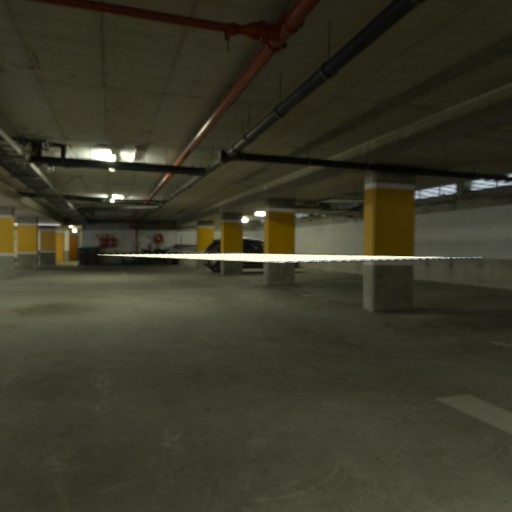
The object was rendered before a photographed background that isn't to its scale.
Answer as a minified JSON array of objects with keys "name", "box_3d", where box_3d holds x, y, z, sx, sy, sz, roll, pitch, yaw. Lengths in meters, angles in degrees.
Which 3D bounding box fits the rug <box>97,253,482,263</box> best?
[{"name":"rug","box_3d":[0.000,0.000,2.642,1.248,0.009,2.108,-1,1,-36]}]
